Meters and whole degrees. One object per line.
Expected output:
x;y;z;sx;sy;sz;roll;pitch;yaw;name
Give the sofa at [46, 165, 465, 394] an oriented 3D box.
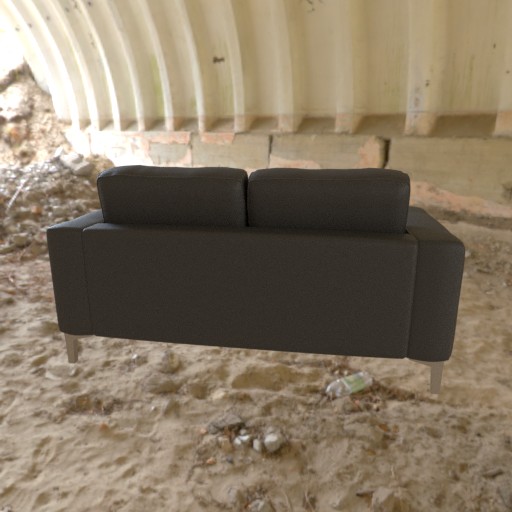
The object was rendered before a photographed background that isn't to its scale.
0.000;0.000;2.183;1.726;0.893;0.833;2;16;9;sofa
